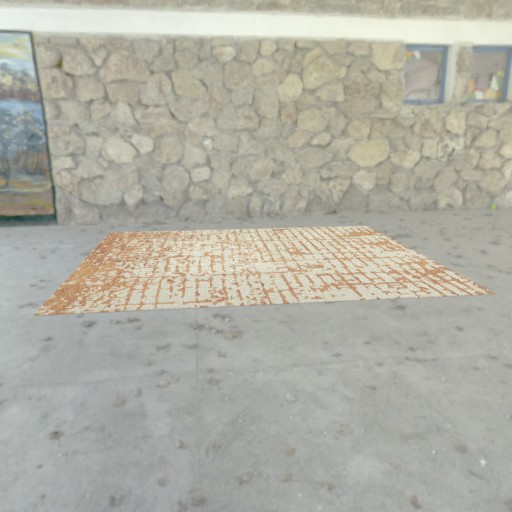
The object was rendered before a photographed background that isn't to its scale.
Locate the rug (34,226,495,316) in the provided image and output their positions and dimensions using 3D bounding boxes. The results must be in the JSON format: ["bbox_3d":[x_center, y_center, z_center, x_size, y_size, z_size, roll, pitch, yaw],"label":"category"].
[{"bbox_3d":[0.000,0.000,4.061,3.050,0.011,2.441,-2,15,-7],"label":"rug"}]
